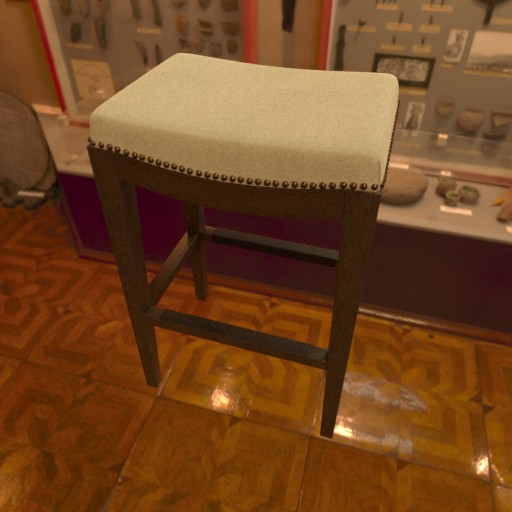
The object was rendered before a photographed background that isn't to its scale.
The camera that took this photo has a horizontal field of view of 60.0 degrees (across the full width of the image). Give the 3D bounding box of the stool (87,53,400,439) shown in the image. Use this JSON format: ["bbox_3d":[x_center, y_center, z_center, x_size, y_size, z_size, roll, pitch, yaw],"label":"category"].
[{"bbox_3d":[0.000,0.000,1.011,0.498,0.759,0.358,12,42,13],"label":"stool"}]
